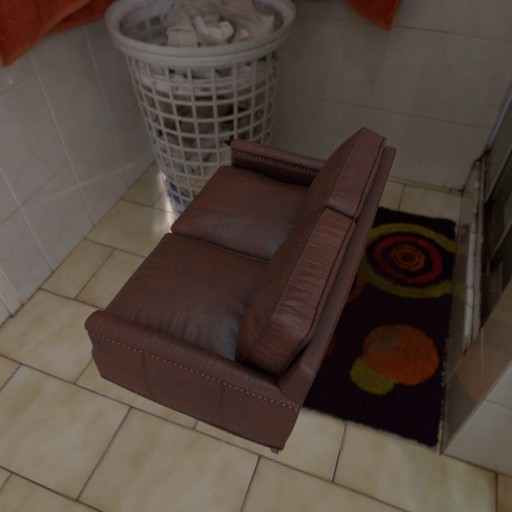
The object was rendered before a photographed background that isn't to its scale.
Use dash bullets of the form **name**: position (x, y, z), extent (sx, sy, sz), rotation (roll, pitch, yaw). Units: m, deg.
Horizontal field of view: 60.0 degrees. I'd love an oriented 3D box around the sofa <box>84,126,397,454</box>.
- **sofa**: position (0.000, 0.000, 2.362), extent (1.083, 1.003, 1.628), rotation (17, 49, 15)
